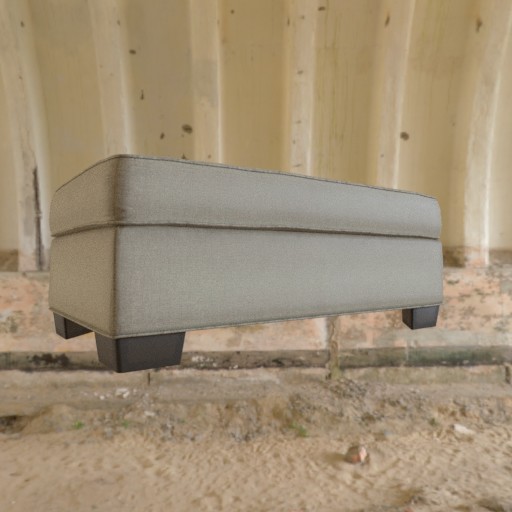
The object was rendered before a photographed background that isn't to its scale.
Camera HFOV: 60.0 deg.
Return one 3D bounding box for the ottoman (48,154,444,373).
[{"bbox_3d":[0.000,0.000,1.388,1.097,0.461,0.617,0,-1,-35],"label":"ottoman"}]
